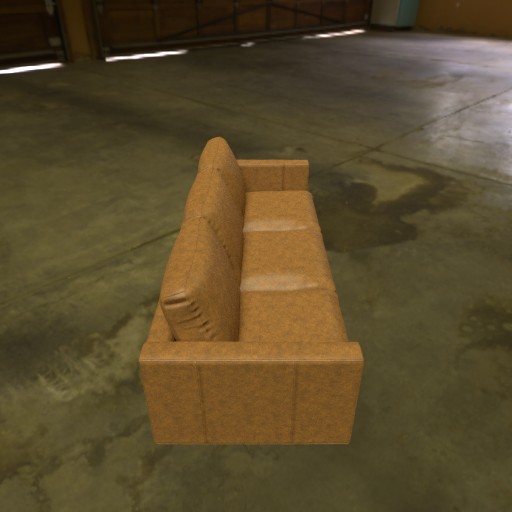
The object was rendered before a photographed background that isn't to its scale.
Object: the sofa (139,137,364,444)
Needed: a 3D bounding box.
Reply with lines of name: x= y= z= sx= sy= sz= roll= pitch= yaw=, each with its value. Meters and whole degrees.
sofa: x=0.000 y=0.000 z=2.758 sx=0.903 sy=0.930 sz=2.231 roll=0 pitch=32 yaw=0
